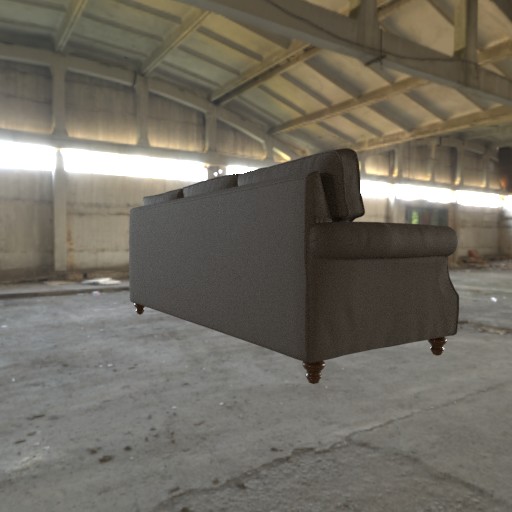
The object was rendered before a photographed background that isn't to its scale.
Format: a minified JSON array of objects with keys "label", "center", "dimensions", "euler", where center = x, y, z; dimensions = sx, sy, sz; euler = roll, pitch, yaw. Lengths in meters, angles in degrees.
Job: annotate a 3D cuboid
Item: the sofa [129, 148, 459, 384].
[{"label":"sofa","center":[0.000,0.000,2.816],"dimensions":[0.966,0.948,2.353],"euler":[-1,2,-34]}]
